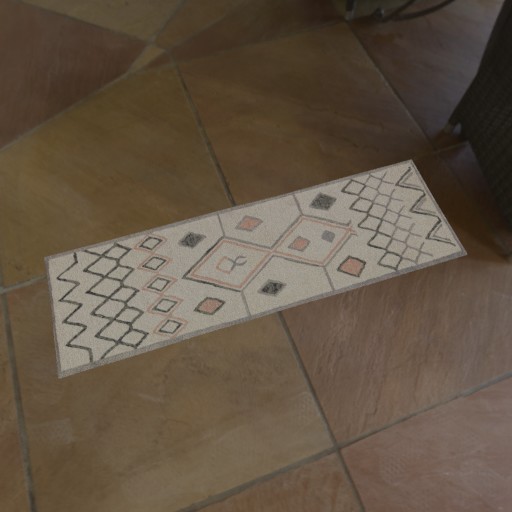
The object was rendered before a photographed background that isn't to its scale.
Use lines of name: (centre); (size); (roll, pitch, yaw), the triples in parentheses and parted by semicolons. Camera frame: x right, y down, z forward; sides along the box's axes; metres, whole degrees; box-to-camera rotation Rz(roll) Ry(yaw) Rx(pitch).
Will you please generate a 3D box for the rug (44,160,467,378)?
rug: (0.000, 0.000, 2.667); (2.435, 0.011, 0.750); (-16, 65, -8)
